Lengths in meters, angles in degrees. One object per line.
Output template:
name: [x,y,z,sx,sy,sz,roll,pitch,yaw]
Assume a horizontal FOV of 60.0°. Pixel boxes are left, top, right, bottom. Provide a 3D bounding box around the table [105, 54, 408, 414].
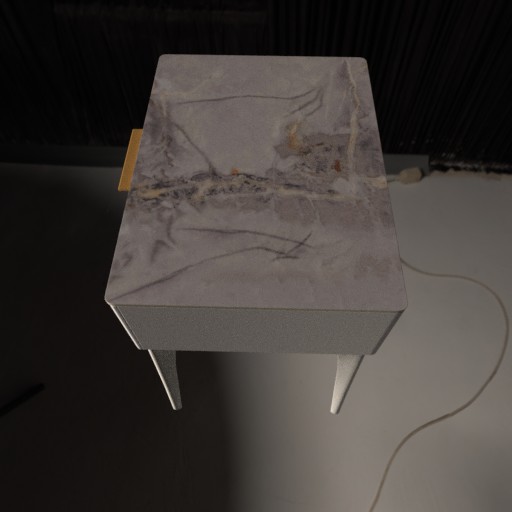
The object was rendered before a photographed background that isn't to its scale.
table: [0.000,0.000,0.913,0.400,0.570,0.500,1,58,1]
